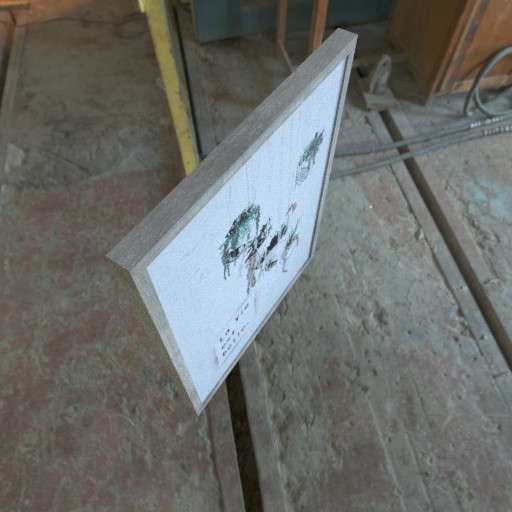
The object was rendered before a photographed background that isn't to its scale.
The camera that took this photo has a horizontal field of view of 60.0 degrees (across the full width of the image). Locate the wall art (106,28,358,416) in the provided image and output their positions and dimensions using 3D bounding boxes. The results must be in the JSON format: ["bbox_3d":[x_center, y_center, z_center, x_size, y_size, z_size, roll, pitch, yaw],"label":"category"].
[{"bbox_3d":[0.000,0.000,0.692,0.032,0.521,0.421,29,62,17],"label":"wall art"}]
